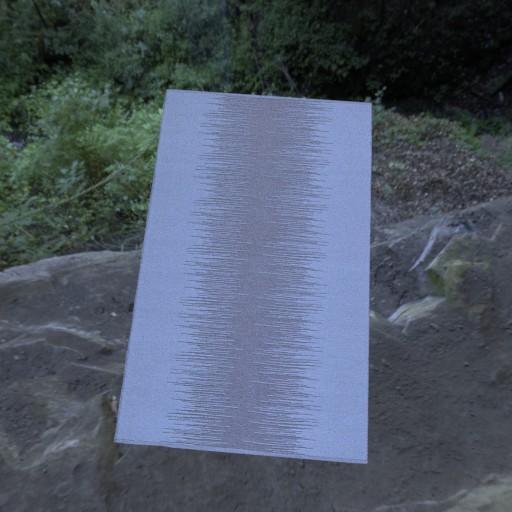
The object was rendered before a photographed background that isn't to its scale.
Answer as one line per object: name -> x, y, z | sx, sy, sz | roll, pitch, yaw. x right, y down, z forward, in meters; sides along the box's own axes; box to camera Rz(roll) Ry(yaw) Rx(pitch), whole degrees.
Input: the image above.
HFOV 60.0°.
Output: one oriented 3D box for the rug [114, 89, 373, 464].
rug -> 0.000, 0.000, 2.948 | 1.522, 0.012, 2.440 | 4, 75, 1
